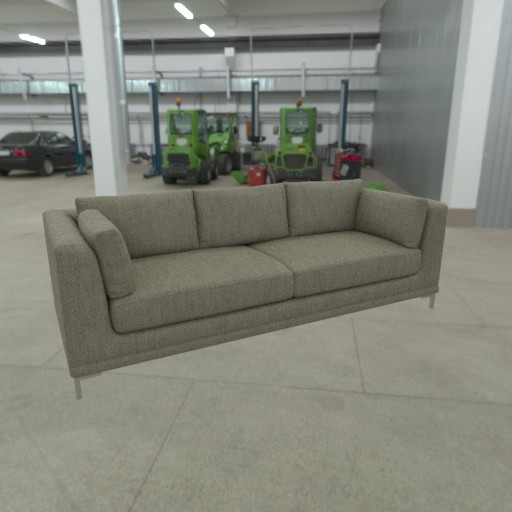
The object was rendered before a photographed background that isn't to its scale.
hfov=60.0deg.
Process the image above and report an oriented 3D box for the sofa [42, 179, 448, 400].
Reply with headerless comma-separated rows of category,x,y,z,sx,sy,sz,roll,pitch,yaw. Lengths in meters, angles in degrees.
sofa,0.000,0.000,2.890,2.415,0.867,0.969,-8,18,-26
